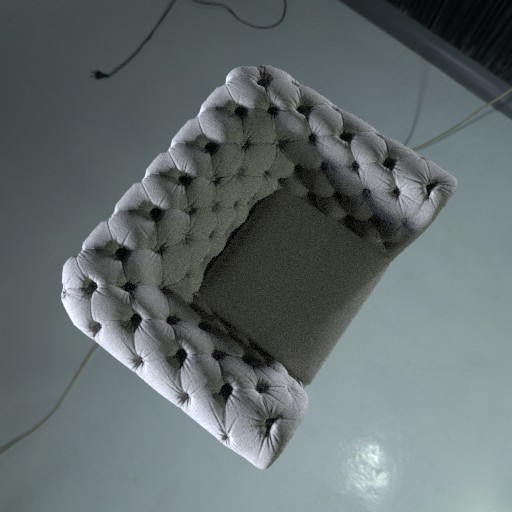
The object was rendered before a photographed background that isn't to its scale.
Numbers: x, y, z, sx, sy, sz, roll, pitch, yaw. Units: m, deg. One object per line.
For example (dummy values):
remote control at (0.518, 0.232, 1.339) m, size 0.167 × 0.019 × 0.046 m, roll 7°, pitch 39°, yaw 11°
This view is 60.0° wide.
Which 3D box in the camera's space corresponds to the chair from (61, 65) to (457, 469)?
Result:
chair at (0.000, 0.000, 1.882) m, size 0.976 × 0.770 × 1.270 m, roll 35°, pitch 78°, yaw 9°
